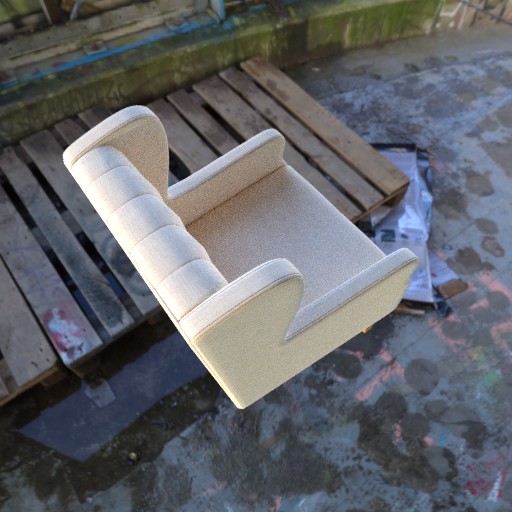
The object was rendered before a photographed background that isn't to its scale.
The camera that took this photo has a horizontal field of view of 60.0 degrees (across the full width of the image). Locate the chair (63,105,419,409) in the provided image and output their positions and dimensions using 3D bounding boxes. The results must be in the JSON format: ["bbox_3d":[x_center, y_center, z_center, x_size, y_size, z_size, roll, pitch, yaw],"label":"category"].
[{"bbox_3d":[0.000,0.000,1.441,0.760,0.930,0.710,-32,62,-19],"label":"chair"}]
